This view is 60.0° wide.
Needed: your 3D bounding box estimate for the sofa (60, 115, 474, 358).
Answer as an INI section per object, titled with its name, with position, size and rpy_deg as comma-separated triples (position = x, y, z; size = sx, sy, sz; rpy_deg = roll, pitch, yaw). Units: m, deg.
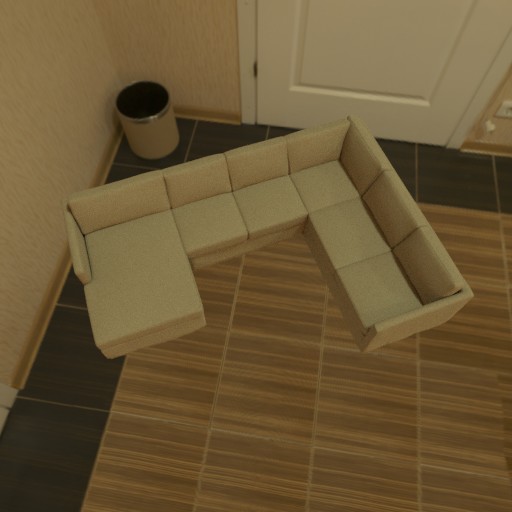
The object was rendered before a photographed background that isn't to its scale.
[sofa]
position = 0.000, 0.000, 4.597
size = 3.528, 0.878, 2.476
rpy_deg = -18, 64, -9
